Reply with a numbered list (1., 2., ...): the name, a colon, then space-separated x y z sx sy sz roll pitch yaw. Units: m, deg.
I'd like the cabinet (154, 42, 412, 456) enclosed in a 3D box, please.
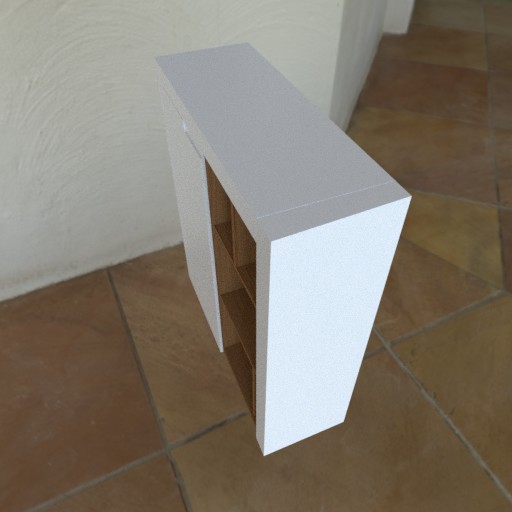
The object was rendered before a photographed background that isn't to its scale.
1. cabinet: 0.000 0.000 1.654 0.348 1.150 0.990 -17 48 -16
